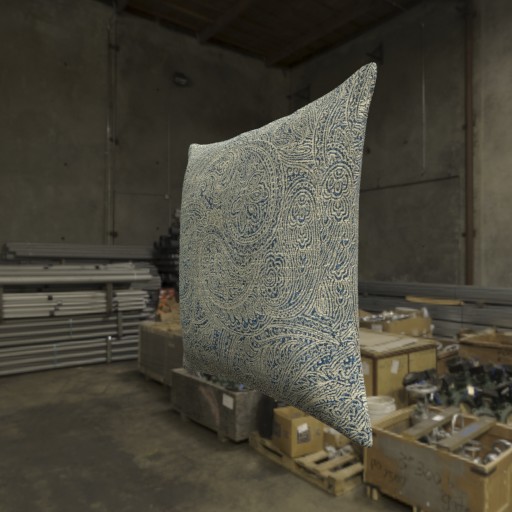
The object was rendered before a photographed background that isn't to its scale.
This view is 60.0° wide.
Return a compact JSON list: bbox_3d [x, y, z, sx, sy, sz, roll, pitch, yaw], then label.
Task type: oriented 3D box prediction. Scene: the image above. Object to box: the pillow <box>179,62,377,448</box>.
[{"bbox_3d":[0.000,0.000,0.793,0.166,0.510,0.523,1,-1,-37],"label":"pillow"}]
